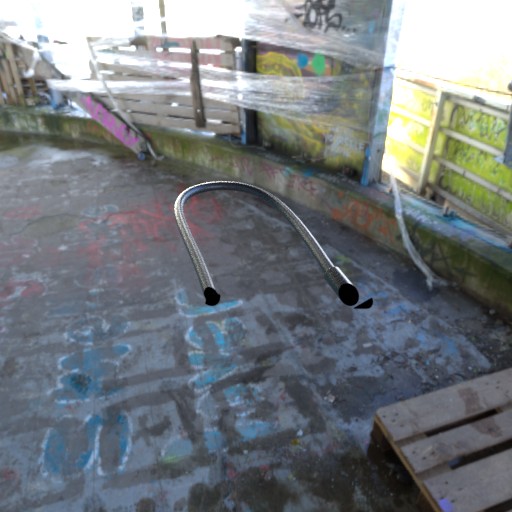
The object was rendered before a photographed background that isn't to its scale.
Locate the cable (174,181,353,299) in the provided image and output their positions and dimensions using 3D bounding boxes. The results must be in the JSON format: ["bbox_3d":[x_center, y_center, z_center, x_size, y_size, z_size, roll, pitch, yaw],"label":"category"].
[{"bbox_3d":[0.000,0.000,0.114,0.040,0.006,0.098,-9,33,-14],"label":"cable"}]
